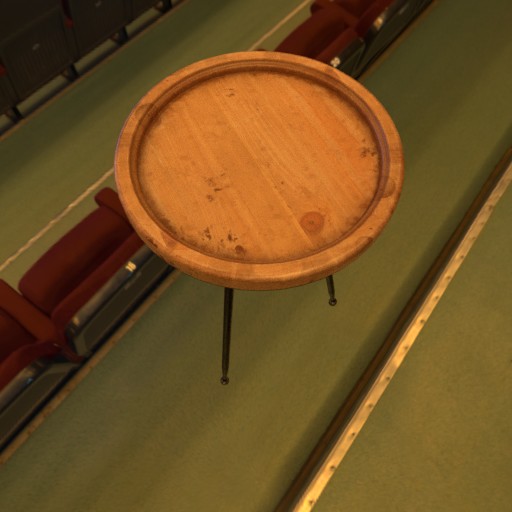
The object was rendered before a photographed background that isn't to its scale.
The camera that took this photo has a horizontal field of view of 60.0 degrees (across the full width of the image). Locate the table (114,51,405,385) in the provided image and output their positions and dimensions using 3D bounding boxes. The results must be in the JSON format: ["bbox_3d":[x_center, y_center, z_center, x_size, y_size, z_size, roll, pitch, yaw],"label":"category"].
[{"bbox_3d":[0.000,0.000,0.919,0.414,0.664,0.418,34,68,16],"label":"table"}]
